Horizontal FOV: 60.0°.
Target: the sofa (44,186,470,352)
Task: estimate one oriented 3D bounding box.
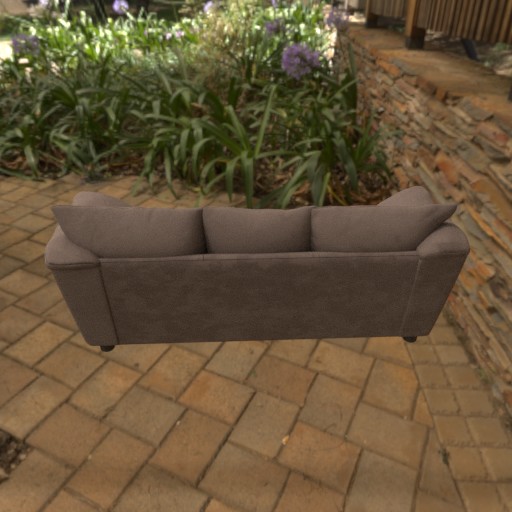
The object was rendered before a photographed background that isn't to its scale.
[{"bbox_3d":[0.000,0.000,2.816,2.377,0.981,0.893,-1,31,-2],"label":"sofa"}]
